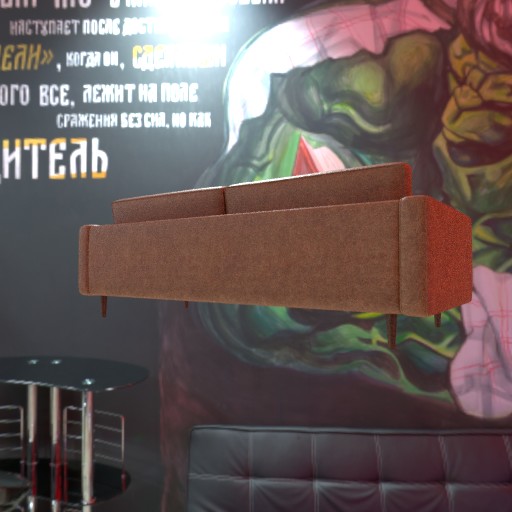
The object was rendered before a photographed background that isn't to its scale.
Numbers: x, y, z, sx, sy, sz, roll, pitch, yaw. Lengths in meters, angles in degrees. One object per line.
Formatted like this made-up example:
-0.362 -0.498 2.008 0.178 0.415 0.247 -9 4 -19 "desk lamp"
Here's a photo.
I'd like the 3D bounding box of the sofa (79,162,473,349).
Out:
0.000 0.000 2.605 2.200 0.770 0.919 -1 -2 35 "sofa"
